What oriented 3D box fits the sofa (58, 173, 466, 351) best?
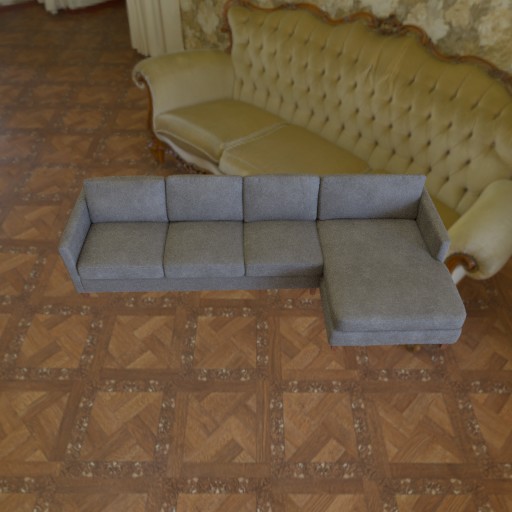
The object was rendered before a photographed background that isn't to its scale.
[{"bbox_3d":[0.000,0.000,4.111,3.471,0.950,1.604,-1,45,-1],"label":"sofa"}]
